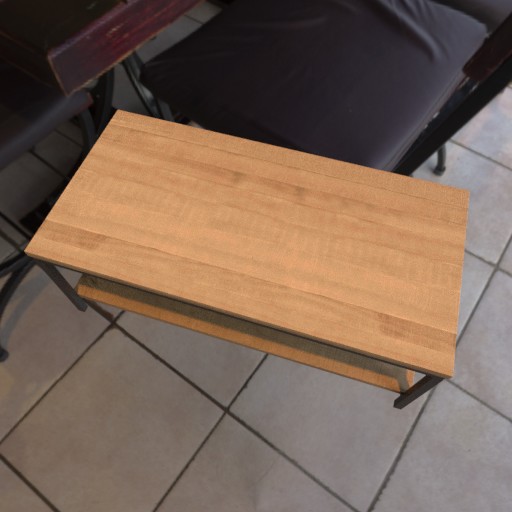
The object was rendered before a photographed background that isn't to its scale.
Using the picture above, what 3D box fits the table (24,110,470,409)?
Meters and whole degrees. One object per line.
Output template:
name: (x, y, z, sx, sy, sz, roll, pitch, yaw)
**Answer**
table: (0.000, 0.000, 1.381, 1.100, 0.399, 0.551, 15, 61, 8)
